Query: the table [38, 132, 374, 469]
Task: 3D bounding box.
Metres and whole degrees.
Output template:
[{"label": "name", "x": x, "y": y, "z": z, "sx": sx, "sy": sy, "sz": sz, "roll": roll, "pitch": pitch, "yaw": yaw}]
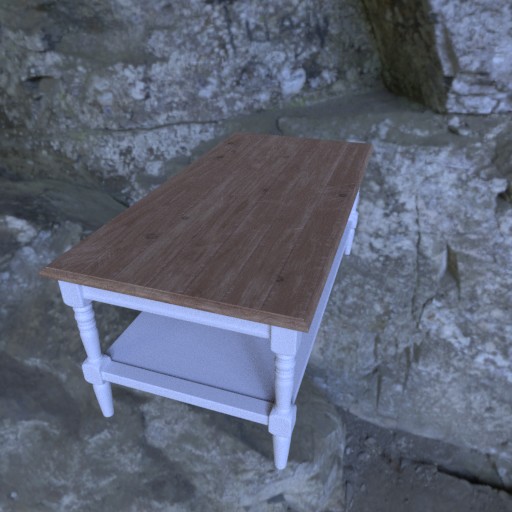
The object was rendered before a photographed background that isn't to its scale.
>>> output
[{"label": "table", "x": 0.000, "y": 0.000, "z": 1.389, "sx": 0.559, "sy": 0.458, "sz": 1.118, "roll": 10, "pitch": 32, "yaw": 16}]
